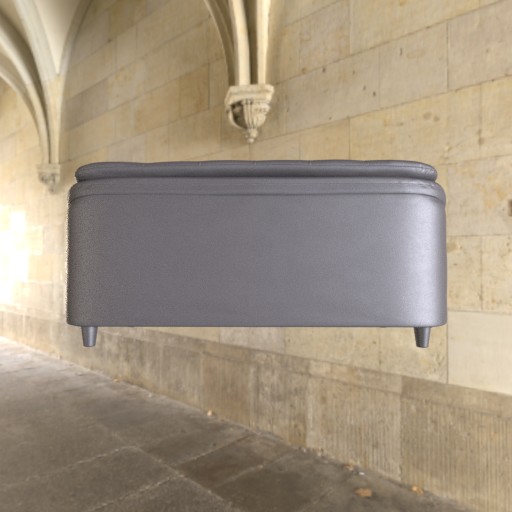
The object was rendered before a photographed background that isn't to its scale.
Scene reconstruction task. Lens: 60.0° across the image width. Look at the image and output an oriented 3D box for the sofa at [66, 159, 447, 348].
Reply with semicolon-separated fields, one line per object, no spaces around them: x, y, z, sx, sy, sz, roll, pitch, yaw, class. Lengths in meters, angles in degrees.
0.000;0.000;2.273;1.829;0.811;0.800;0;-1;1;sofa
